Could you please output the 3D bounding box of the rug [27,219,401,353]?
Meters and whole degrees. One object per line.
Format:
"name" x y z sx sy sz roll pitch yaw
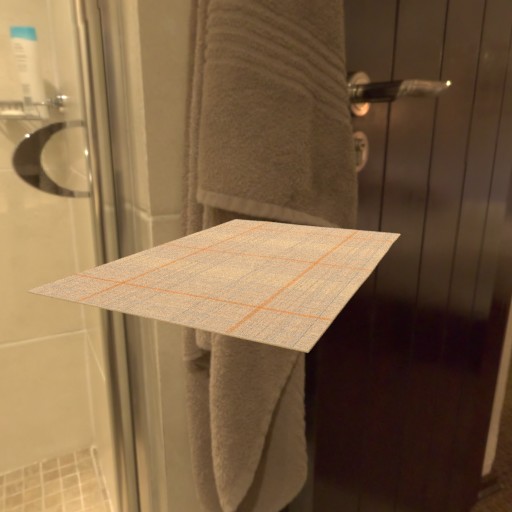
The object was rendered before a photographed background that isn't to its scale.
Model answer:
"rug" 0.000 0.000 2.368 1.232 0.015 1.825 7 17 25
